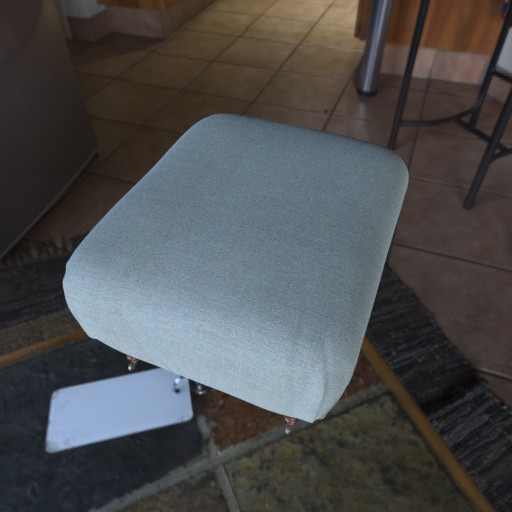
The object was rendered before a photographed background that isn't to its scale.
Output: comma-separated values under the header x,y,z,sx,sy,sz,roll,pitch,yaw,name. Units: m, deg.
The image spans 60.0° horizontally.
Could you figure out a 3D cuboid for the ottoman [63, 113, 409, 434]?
x,y,z,sx,sy,sz,roll,pitch,yaw,name
0.000,0.000,1.140,0.622,0.450,0.747,17,49,15,ottoman
